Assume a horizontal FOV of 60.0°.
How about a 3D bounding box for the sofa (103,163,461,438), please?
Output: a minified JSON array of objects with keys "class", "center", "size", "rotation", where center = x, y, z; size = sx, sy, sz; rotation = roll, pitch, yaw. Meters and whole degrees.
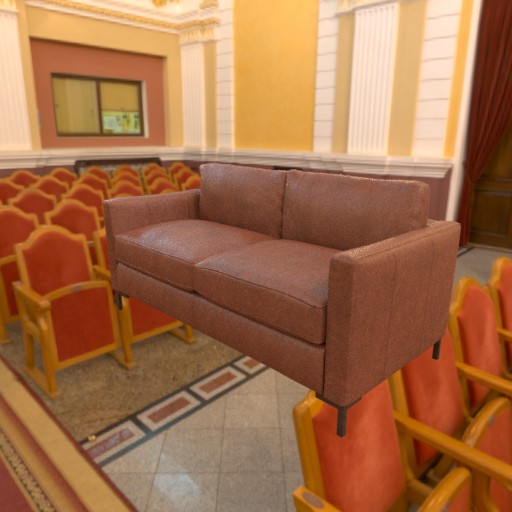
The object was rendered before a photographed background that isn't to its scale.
[{"class":"sofa","center":[0.000,0.000,2.361],"size":[0.899,0.883,1.797],"rotation":[-15,22,-43]}]
